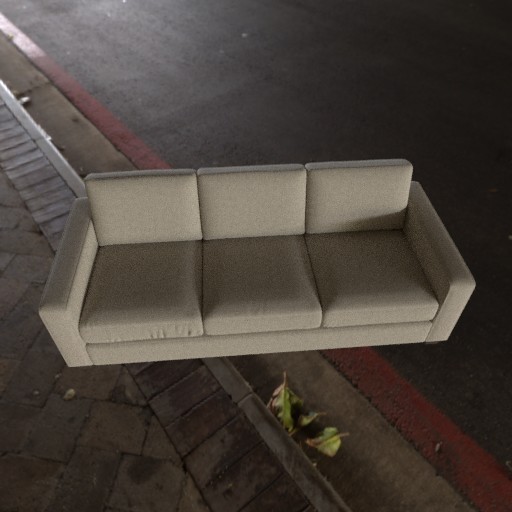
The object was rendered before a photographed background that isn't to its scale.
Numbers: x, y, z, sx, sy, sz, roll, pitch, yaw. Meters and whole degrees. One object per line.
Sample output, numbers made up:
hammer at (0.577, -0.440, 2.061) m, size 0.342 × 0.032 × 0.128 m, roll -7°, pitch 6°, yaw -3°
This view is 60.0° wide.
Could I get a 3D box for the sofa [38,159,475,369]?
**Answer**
sofa at (0.000, 0.000, 2.567) m, size 2.160 × 0.800 × 0.900 m, roll -3°, pitch 45°, yaw -3°
